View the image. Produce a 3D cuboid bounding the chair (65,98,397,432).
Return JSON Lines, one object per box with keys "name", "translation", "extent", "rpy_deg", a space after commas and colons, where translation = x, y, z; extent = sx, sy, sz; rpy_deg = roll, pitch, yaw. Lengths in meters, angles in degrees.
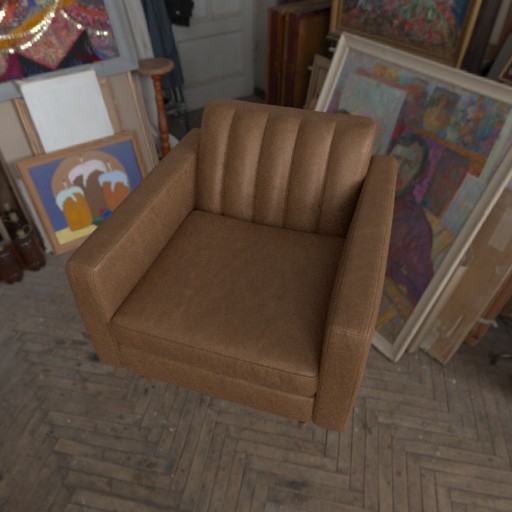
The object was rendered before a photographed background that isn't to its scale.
{"name": "chair", "translation": [0.000, 0.000, 1.711], "extent": [0.953, 0.819, 0.998], "rpy_deg": [12, 43, 13]}
